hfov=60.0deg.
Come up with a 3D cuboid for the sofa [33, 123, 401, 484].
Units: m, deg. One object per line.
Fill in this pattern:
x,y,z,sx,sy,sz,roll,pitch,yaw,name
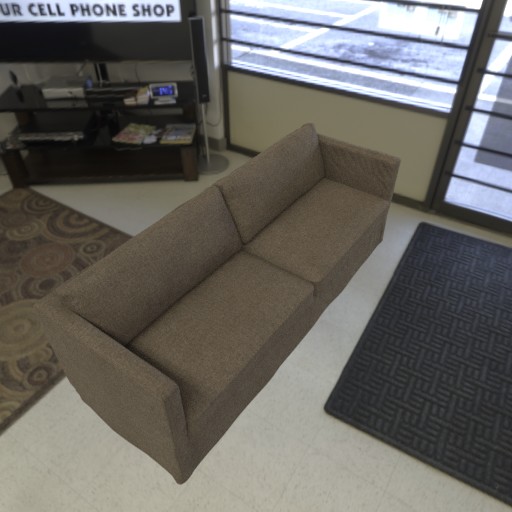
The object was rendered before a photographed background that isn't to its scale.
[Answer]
0.000,0.000,3.229,1.036,0.998,2.779,25,47,26,sofa
